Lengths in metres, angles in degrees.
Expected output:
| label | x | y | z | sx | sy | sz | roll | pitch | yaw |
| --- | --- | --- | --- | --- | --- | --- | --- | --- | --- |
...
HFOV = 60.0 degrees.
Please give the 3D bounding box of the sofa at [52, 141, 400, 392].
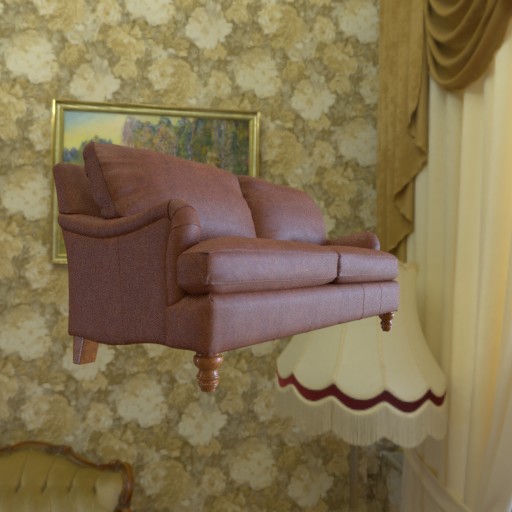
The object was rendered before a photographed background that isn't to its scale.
| label | x | y | z | sx | sy | sz | roll | pitch | yaw |
| --- | --- | --- | --- | --- | --- | --- | --- | --- | --- |
| sofa | 0.000 | 0.000 | 2.752 | 1.147 | 1.071 | 2.144 | -1 | -2 | 36 |
